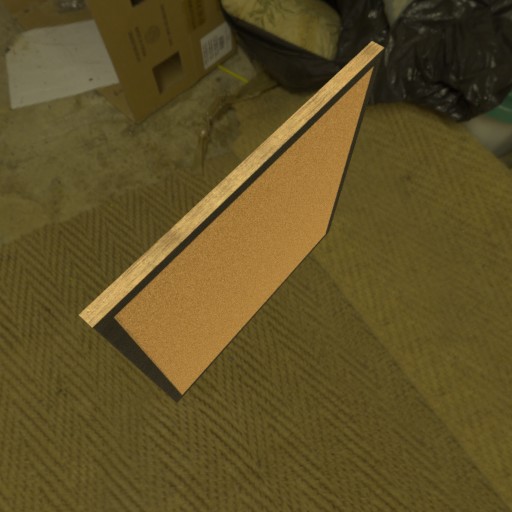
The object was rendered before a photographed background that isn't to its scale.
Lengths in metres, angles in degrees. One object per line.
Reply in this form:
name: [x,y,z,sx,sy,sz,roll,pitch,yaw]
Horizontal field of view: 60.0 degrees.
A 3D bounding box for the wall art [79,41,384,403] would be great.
wall art: [0.000,0.000,1.009,0.029,0.691,0.695,37,69,17]
